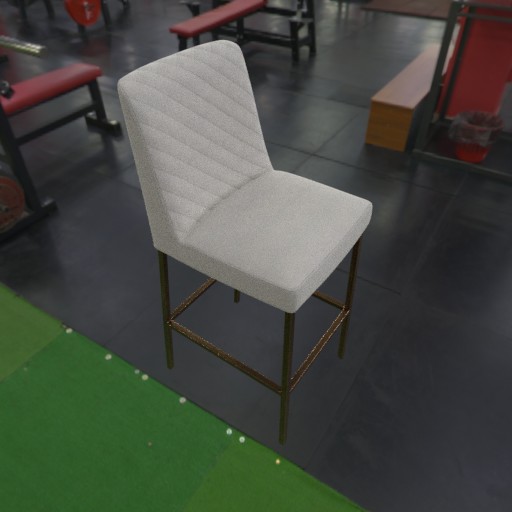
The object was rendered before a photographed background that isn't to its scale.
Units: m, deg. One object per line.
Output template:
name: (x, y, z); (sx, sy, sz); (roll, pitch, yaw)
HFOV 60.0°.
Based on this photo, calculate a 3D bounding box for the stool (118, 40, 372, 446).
stool: (0.000, 0.000, 1.353); (0.546, 1.084, 0.462); (25, 47, 26)
